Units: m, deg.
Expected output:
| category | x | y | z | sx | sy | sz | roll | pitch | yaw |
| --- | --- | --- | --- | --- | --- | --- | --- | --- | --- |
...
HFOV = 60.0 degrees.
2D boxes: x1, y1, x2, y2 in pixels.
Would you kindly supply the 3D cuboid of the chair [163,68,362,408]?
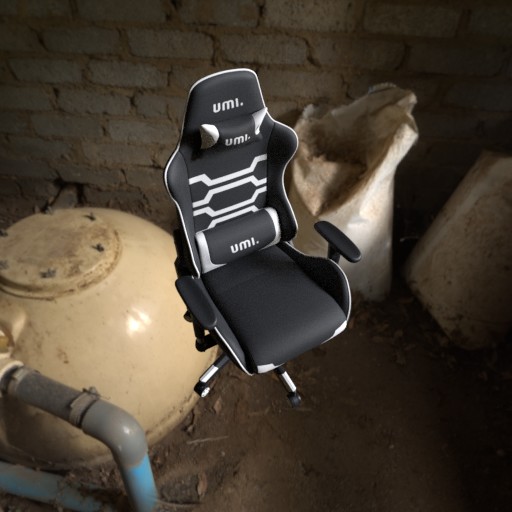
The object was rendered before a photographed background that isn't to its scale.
| category | x | y | z | sx | sy | sz | roll | pitch | yaw |
| --- | --- | --- | --- | --- | --- | --- | --- | --- | --- |
| chair | 0.000 | 0.000 | 1.666 | 0.700 | 1.240 | 0.700 | -22 | 49 | -21 |
